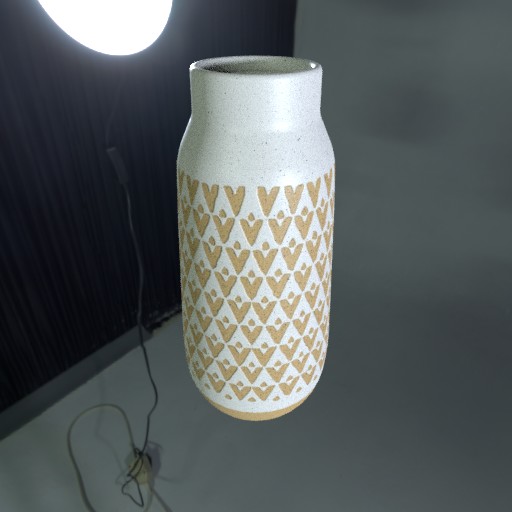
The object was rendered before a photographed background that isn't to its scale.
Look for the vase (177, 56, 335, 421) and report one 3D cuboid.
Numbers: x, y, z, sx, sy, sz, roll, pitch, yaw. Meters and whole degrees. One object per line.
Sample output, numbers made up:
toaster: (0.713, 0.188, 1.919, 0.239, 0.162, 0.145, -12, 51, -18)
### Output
vase: (0.000, 0.000, 0.382, 0.137, 0.307, 0.137, 0, 31, 0)
